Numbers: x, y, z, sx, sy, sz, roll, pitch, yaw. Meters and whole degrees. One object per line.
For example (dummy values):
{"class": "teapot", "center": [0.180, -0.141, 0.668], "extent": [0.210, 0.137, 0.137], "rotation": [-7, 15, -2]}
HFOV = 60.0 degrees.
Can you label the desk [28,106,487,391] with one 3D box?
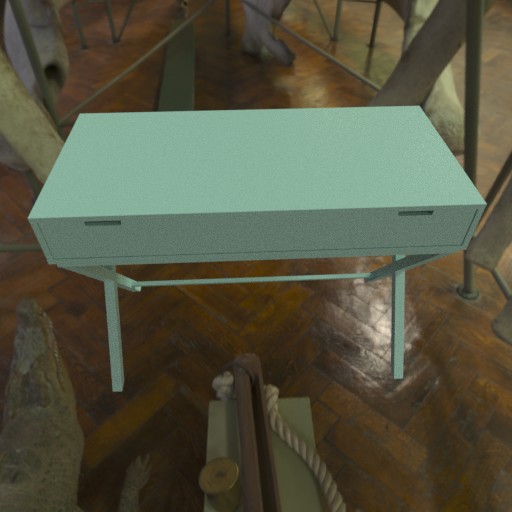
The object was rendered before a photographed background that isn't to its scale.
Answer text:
{"class": "desk", "center": [0.000, 0.000, 1.470], "extent": [1.059, 0.780, 0.509], "rotation": [-2, 44, -2]}
